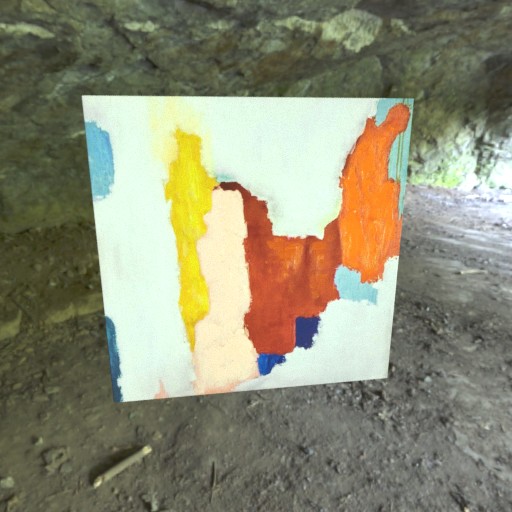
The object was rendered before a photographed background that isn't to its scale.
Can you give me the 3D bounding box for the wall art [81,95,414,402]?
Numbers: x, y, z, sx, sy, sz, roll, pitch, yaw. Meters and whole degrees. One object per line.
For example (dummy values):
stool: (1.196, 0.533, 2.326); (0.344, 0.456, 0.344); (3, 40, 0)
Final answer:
wall art: (0.000, 0.000, 1.506); (1.017, 1.017, 0.044); (-3, 17, -9)
